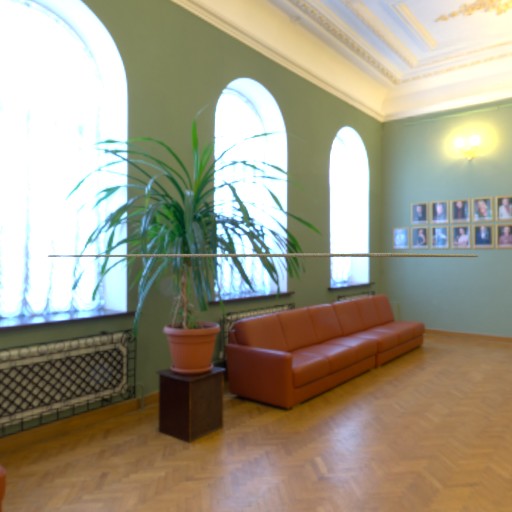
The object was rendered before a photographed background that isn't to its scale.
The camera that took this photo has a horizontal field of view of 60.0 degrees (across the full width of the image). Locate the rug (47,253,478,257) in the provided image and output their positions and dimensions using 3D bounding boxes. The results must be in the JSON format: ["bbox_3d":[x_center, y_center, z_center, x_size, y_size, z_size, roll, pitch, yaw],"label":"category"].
[{"bbox_3d":[0.000,0.000,2.815,2.294,0.014,1.528,0,0,37],"label":"rug"}]
